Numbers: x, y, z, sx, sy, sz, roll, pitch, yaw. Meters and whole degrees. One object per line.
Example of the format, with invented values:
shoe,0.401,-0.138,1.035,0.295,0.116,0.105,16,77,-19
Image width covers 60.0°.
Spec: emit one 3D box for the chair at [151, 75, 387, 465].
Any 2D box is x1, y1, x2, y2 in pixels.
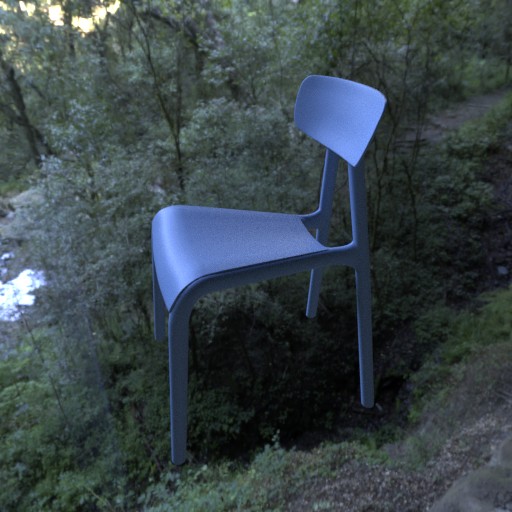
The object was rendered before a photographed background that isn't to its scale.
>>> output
chair,0.000,0.000,0.815,0.401,0.580,0.356,-8,31,-14
